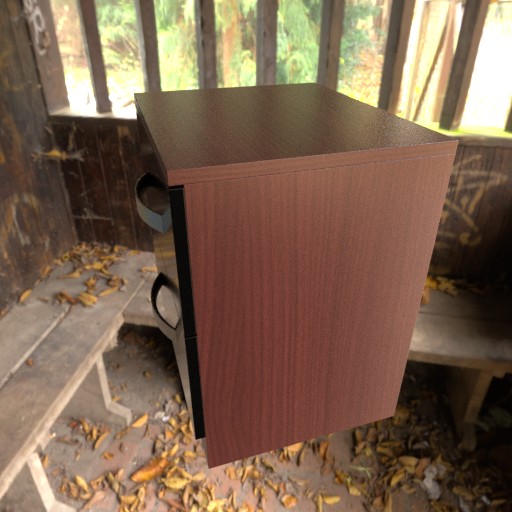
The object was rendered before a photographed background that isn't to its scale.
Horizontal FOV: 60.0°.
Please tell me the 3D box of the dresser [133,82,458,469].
[{"bbox_3d":[0.000,0.000,0.745,0.360,0.470,0.400,-9,32,-15],"label":"dresser"}]
